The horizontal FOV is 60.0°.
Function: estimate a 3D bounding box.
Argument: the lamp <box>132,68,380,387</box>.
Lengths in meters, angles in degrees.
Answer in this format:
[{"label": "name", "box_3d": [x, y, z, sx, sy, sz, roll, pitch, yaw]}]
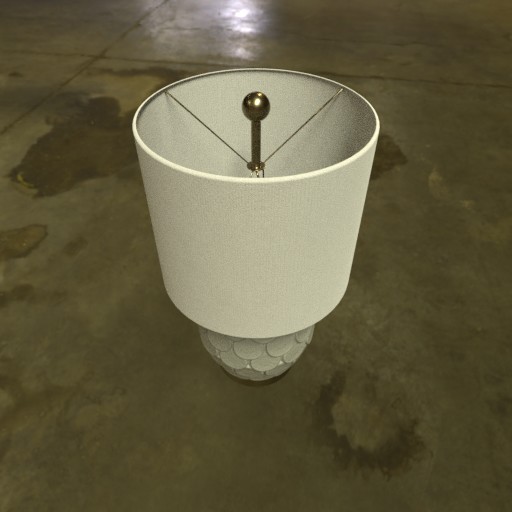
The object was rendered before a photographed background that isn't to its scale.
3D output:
[{"label": "lamp", "box_3d": [0.000, 0.000, 0.603, 0.254, 0.452, 0.254, 0, 43, 0]}]
